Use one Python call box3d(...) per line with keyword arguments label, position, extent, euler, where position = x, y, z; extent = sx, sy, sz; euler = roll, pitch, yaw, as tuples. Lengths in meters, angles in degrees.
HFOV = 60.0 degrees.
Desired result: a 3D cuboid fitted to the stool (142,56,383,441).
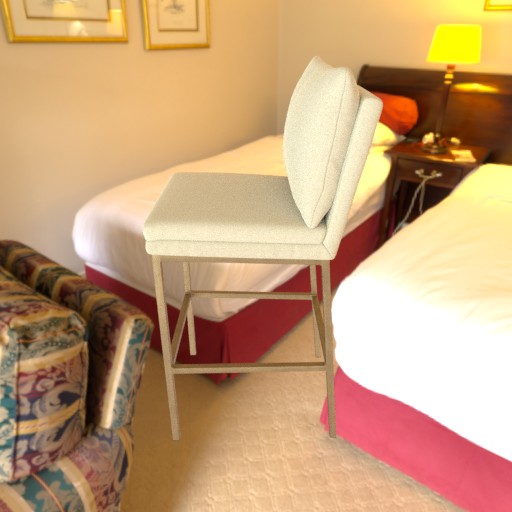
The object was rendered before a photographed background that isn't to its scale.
box3d(label="stool", position=(0.000, 0.000, 1.391), extent=(0.572, 1.125, 0.463), euler=(0, 27, 0))
